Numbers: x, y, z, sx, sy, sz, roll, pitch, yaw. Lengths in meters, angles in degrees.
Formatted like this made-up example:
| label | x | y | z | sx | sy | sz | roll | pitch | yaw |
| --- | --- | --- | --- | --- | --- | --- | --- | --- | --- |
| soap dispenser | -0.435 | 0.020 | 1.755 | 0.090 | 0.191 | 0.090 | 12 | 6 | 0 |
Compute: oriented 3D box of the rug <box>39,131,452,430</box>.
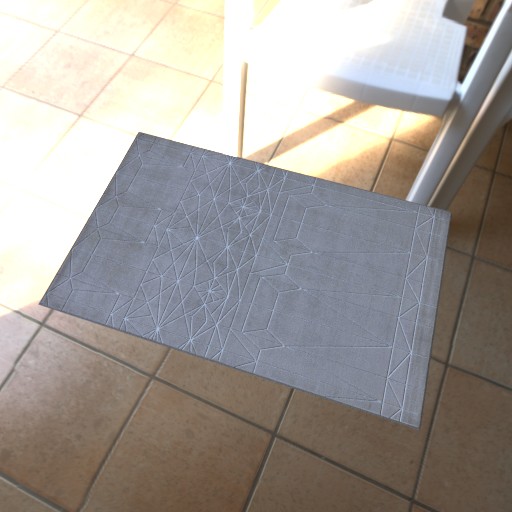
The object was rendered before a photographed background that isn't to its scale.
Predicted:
| label | x | y | z | sx | sy | sz | roll | pitch | yaw |
| --- | --- | --- | --- | --- | --- | --- | --- | --- | --- |
| rug | 0.000 | 0.000 | 2.998 | 2.438 | 0.012 | 1.524 | 16 | 64 | 8 |
